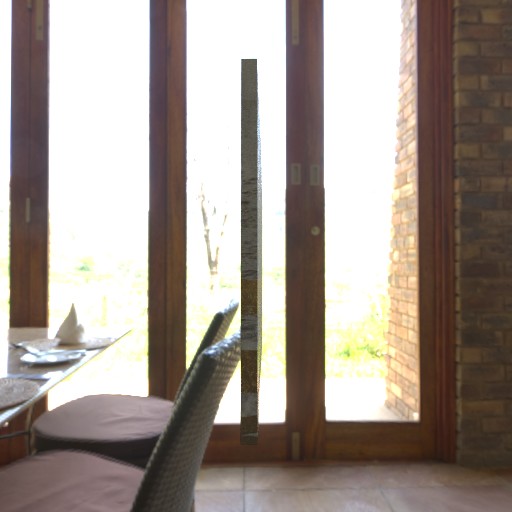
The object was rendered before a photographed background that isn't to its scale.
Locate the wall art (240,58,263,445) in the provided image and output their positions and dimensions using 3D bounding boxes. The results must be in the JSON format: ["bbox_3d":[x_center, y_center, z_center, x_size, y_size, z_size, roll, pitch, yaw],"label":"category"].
[{"bbox_3d":[0.000,0.000,1.164,0.027,0.610,0.932,0,-1,1],"label":"wall art"}]
